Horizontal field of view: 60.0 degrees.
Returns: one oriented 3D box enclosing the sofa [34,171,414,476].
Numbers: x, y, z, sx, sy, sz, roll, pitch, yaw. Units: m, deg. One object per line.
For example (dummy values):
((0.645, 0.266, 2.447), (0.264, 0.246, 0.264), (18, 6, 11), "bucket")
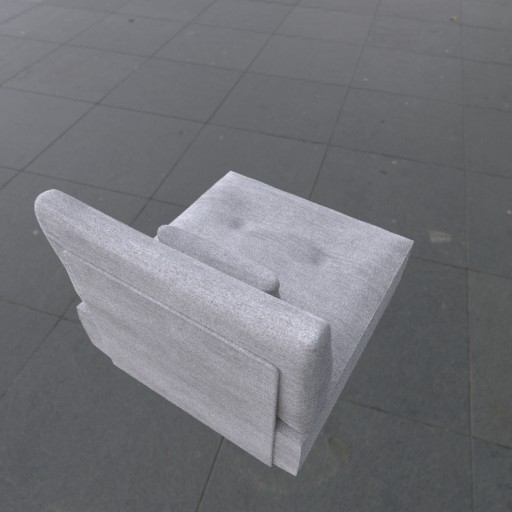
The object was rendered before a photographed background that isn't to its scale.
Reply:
((0.000, 0.000, 1.645), (0.930, 0.820, 1.000), (25, 51, 22), "sofa")
